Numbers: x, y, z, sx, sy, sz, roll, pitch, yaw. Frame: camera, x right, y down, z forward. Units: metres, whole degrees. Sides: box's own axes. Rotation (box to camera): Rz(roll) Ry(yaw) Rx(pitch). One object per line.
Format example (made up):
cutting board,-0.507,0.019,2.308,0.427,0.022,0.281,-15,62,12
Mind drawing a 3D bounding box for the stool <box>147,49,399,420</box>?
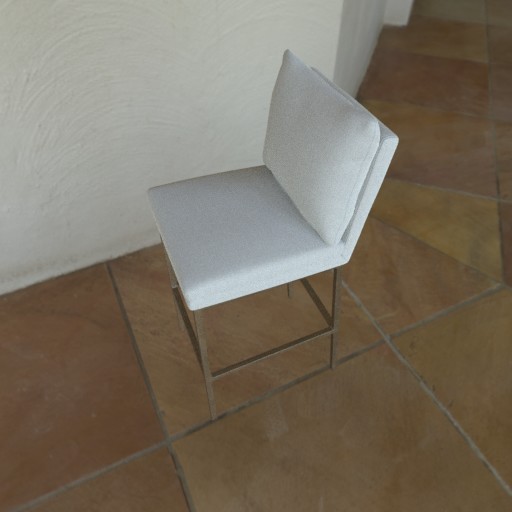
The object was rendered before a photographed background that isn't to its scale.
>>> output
stool,0.000,0.000,1.462,0.572,1.125,0.463,-17,49,-15
